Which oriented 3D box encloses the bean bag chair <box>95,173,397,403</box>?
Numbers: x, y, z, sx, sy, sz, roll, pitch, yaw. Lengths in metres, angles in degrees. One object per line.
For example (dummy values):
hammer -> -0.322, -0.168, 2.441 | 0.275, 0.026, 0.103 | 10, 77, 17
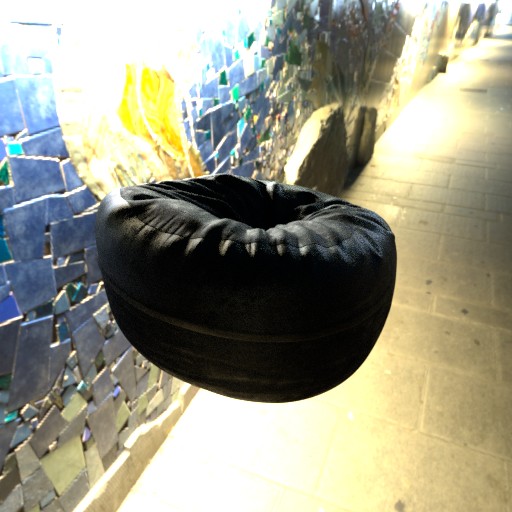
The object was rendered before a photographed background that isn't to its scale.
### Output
bean bag chair -> 0.000, 0.000, 2.408 | 1.524, 0.878, 1.524 | 20, 35, 32
